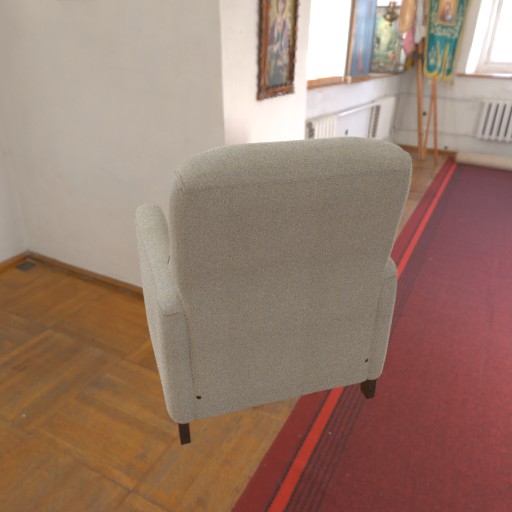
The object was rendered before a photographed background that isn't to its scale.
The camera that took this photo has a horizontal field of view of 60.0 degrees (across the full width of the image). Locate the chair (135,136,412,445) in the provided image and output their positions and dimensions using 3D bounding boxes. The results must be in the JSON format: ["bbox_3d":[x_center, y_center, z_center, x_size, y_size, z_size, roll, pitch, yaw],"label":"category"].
[{"bbox_3d":[0.000,0.000,1.670,0.850,1.006,0.853,-8,28,-15],"label":"chair"}]
